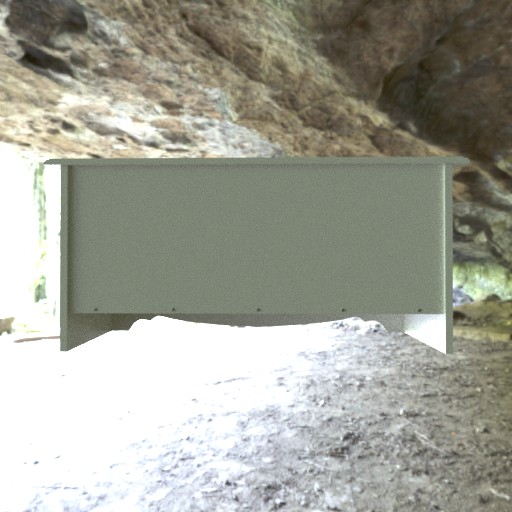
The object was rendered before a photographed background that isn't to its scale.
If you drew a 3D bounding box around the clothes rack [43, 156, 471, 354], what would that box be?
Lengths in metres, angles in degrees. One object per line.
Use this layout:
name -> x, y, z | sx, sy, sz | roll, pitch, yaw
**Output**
clothes rack -> 0.000, 0.000, 1.461 | 1.218, 0.558, 0.405 | 0, -1, 1
